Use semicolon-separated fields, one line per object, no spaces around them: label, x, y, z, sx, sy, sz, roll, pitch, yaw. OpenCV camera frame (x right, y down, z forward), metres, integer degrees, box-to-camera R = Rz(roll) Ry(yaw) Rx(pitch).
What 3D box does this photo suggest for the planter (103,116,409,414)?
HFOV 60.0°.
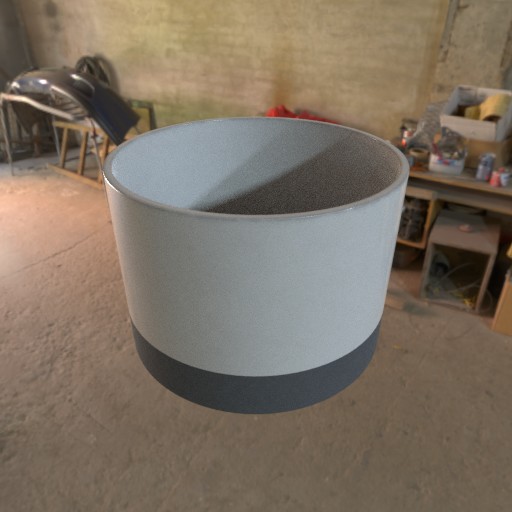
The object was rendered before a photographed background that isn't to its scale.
planter;0.000;0.000;0.220;0.128;0.105;0.128;0;31;0
